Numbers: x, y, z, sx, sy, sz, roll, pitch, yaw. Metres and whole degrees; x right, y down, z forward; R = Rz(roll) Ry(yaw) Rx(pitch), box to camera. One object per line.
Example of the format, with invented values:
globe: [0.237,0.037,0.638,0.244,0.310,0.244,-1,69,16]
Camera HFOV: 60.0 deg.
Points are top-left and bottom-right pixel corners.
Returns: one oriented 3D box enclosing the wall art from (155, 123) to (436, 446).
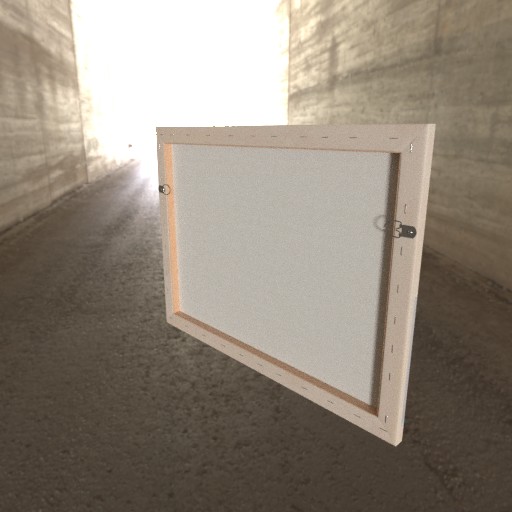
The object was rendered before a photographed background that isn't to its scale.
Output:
wall art: [0.000,0.000,1.612,0.042,0.912,1.219,-15,22,-42]
